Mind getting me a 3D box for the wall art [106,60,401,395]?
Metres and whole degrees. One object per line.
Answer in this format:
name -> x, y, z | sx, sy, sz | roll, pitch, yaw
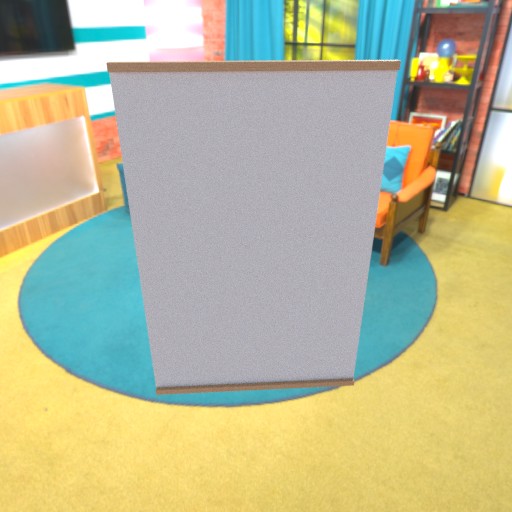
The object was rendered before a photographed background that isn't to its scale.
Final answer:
wall art -> 0.000, 0.000, 0.757 | 0.401, 0.611, 0.016 | -2, 29, -3
